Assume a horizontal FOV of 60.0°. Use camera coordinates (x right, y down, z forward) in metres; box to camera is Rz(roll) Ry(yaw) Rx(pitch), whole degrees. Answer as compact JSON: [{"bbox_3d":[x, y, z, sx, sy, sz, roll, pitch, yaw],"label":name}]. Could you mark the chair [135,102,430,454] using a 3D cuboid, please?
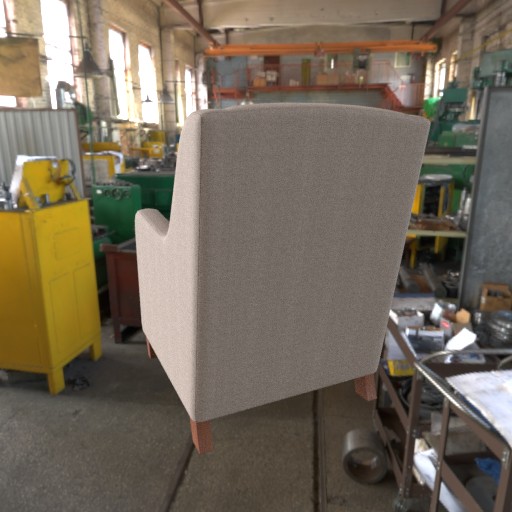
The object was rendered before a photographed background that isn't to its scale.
[{"bbox_3d":[0.000,0.000,1.632,0.715,1.017,0.890,-7,16,-25],"label":"chair"}]
